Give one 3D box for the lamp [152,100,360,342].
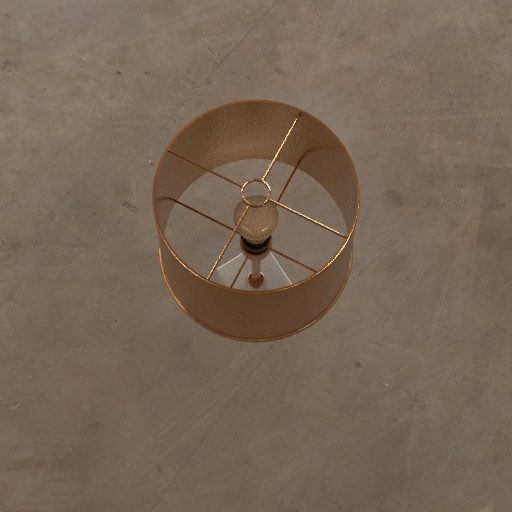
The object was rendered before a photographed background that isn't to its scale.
[{"bbox_3d":[0.000,0.000,0.529,0.208,0.406,0.208,0,76,0],"label":"lamp"}]
